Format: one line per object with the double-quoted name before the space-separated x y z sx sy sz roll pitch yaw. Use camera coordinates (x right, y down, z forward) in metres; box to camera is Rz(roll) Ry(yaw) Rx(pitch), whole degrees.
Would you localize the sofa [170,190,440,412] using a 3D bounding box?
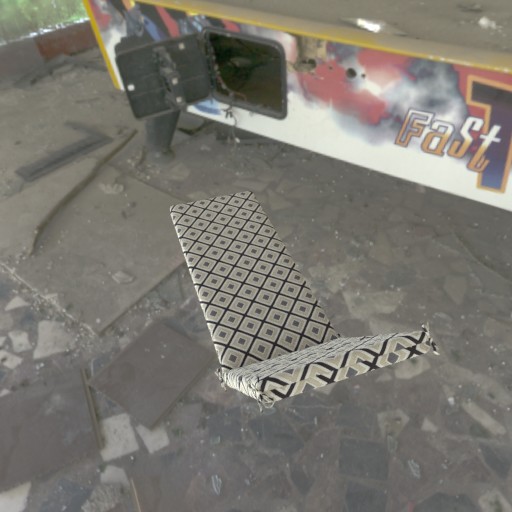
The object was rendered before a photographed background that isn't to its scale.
"sofa" 0.000 0.000 1.940 0.582 0.622 1.663 -13 44 -14
